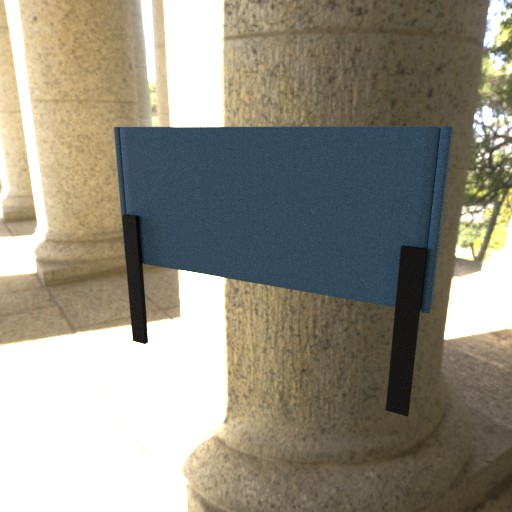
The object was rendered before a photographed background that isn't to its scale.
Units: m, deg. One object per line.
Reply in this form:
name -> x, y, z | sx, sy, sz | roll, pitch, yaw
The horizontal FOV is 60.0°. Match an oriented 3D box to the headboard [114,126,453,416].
headboard -> 0.000, 0.000, 2.721 | 2.051, 1.524, 0.184 | 8, 18, 26
